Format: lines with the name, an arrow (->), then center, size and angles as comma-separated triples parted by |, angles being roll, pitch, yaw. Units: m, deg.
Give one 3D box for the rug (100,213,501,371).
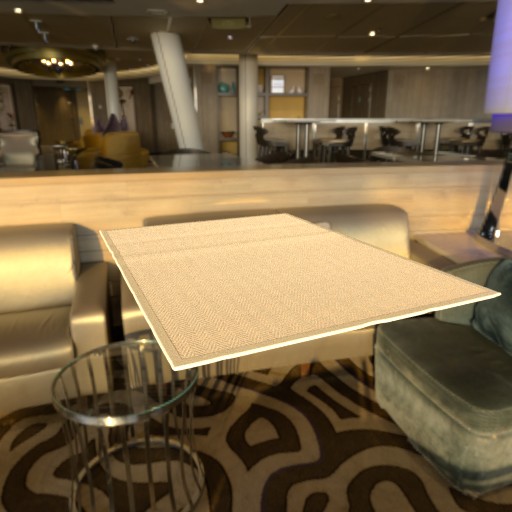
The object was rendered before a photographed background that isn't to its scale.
rug -> 0.000, 0.000, 4.650 | 2.734, 0.037, 3.659 | -8, 19, -24
